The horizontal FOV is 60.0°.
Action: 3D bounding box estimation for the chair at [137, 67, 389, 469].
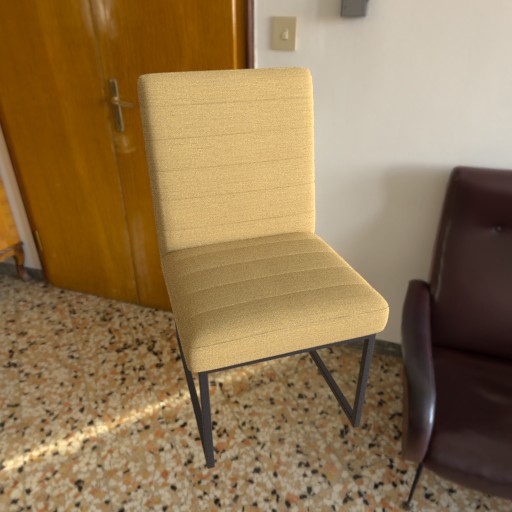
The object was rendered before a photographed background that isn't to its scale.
[{"bbox_3d":[0.000,0.000,1.276,0.520,0.930,0.634,-9,32,-15],"label":"chair"}]
